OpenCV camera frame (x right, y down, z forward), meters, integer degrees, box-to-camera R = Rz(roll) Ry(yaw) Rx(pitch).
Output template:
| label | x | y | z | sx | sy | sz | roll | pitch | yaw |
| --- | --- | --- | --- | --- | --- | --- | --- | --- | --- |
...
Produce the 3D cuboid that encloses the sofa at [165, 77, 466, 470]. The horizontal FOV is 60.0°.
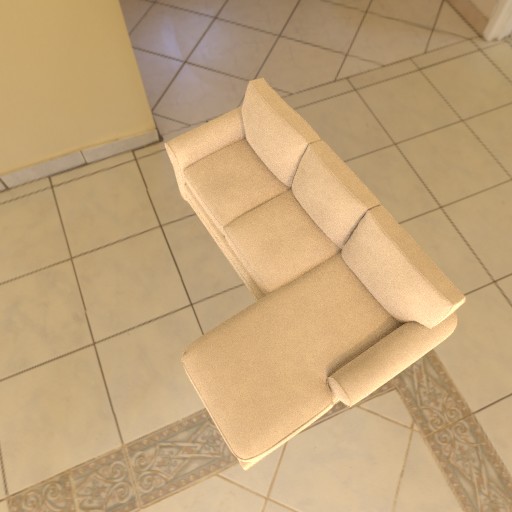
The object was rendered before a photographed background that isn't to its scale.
| label | x | y | z | sx | sy | sz | roll | pitch | yaw |
| --- | --- | --- | --- | --- | --- | --- | --- | --- | --- |
| sofa | 0.000 | 0.000 | 2.366 | 1.226 | 0.734 | 1.770 | -30 | 67 | -14 |
